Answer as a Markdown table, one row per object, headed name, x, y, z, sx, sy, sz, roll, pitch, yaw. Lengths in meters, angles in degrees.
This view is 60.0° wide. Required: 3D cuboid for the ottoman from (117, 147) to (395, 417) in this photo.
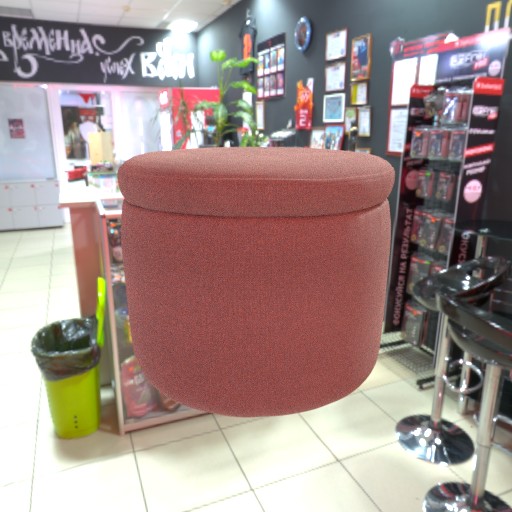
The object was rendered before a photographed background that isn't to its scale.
| name | x | y | z | sx | sy | sz | roll | pitch | yaw |
| --- | --- | --- | --- | --- | --- | --- | --- | --- | --- |
| ottoman | 0.000 | 0.000 | 0.866 | 0.497 | 0.409 | 0.497 | 0 | 16 | 0 |
